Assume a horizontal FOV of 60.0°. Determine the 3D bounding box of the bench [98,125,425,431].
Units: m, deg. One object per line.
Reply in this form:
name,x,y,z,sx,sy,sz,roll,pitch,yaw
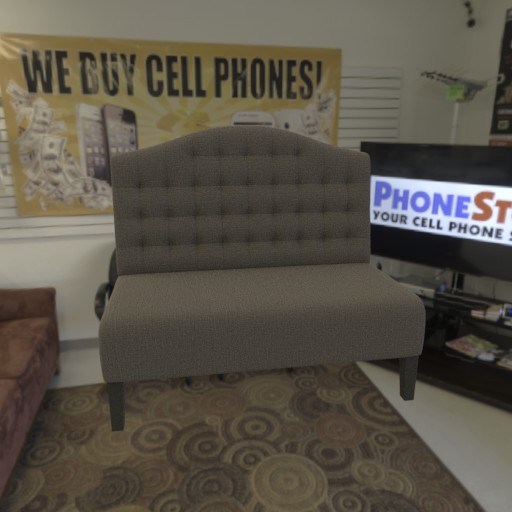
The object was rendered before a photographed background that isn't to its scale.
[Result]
bench,0.000,0.000,2.076,1.335,1.180,0.815,-3,16,-9
